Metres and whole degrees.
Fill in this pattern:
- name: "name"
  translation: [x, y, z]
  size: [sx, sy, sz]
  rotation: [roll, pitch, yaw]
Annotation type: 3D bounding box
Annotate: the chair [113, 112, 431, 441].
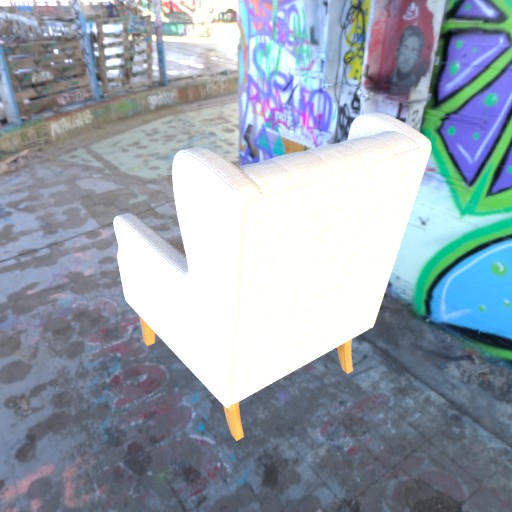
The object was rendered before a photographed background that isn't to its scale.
- name: "chair"
  translation: [0.000, 0.000, 1.498]
  size: [0.710, 0.930, 0.760]
  rotation: [-20, 36, -30]
